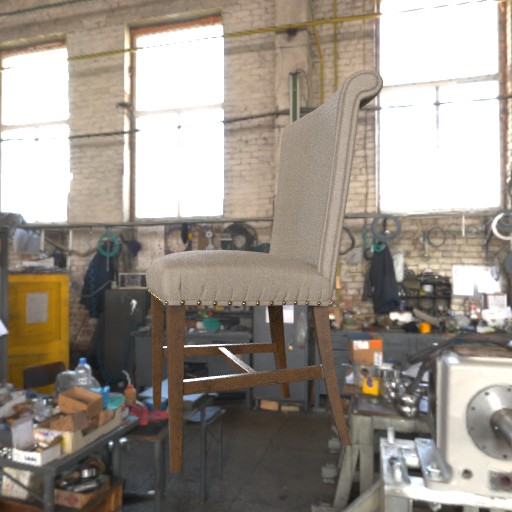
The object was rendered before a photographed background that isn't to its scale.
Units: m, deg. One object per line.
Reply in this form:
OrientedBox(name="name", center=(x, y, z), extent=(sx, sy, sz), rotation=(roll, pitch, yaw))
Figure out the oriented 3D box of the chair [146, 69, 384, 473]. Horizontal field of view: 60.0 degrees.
OrientedBox(name="chair", center=(0.000, 0.000, 1.324), extent=(0.608, 0.988, 0.513), rotation=(0, -1, -18))
